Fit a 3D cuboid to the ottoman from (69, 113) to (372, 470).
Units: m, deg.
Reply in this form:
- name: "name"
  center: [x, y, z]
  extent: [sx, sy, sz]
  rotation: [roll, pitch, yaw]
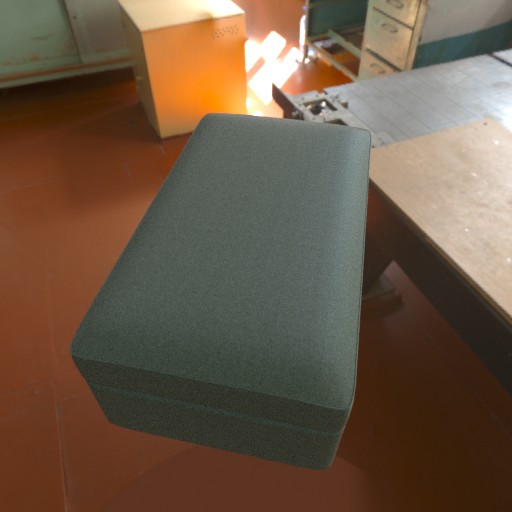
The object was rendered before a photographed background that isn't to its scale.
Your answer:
- name: "ottoman"
  center: [0.000, 0.000, 1.516]
  extent: [0.681, 0.494, 1.173]
  rotation: [9, 47, 8]
